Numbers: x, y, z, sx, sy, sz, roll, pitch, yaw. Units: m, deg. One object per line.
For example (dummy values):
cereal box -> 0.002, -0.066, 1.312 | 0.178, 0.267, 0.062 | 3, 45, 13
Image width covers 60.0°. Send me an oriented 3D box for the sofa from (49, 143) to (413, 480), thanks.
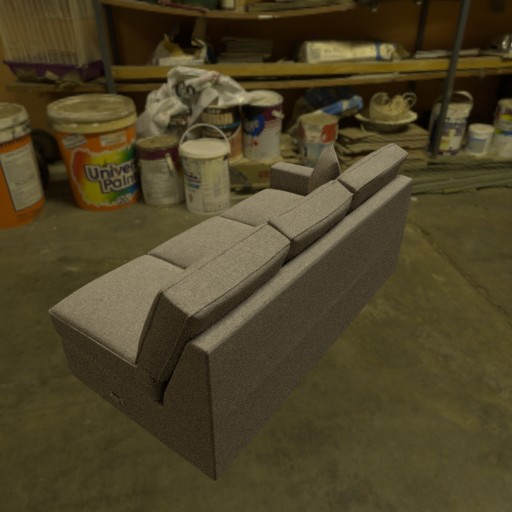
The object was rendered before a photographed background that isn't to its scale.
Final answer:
sofa -> 0.000, 0.000, 2.477 | 1.034, 0.946, 1.963 | 21, 37, 30
